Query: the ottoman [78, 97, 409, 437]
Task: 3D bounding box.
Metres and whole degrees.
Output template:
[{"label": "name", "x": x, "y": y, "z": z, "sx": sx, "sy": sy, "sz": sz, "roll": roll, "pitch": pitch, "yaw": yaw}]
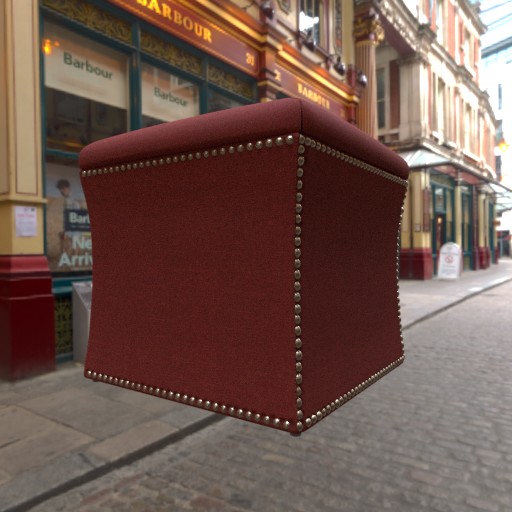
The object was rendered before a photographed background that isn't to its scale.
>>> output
[{"label": "ottoman", "x": 0.000, "y": 0.000, "z": 0.896, "sx": 0.497, "sy": 0.475, "sz": 0.507, "roll": 0, "pitch": 1, "yaw": 35}]
